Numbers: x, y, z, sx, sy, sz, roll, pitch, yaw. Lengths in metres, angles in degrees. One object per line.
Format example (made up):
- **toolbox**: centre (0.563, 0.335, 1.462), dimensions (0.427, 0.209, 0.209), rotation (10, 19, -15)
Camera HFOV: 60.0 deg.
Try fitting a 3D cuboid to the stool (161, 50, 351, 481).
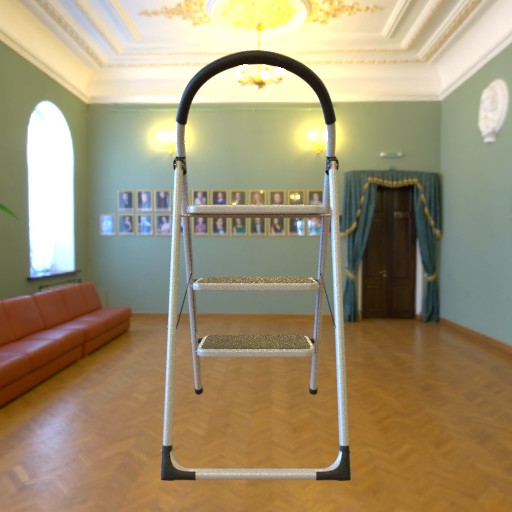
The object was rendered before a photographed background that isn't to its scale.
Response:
- **stool**: centre (0.000, 0.000, 1.421), dimensions (0.485, 1.109, 0.676), rotation (0, 2, 0)
